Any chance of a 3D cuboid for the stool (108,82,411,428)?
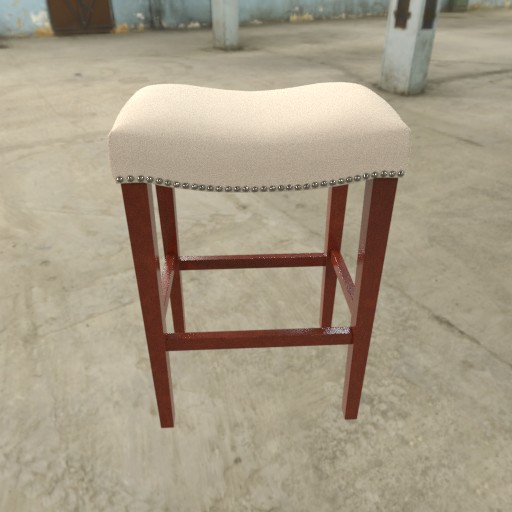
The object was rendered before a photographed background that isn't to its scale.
[{"bbox_3d":[0.000,0.000,1.042,0.504,0.742,0.372,-2,32,-3],"label":"stool"}]
